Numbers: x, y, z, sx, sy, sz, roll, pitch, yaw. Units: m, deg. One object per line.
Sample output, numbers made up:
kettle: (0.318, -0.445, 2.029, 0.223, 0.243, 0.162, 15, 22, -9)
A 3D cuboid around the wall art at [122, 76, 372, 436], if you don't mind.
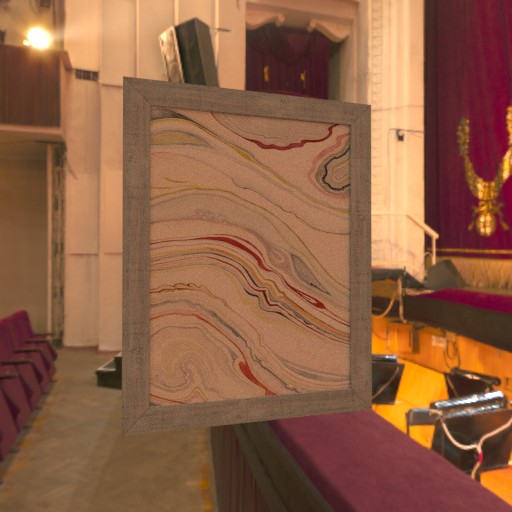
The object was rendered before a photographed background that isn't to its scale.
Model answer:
wall art: (0.000, 0.000, 0.834, 0.481, 0.613, 0.020, 0, -1, -17)
